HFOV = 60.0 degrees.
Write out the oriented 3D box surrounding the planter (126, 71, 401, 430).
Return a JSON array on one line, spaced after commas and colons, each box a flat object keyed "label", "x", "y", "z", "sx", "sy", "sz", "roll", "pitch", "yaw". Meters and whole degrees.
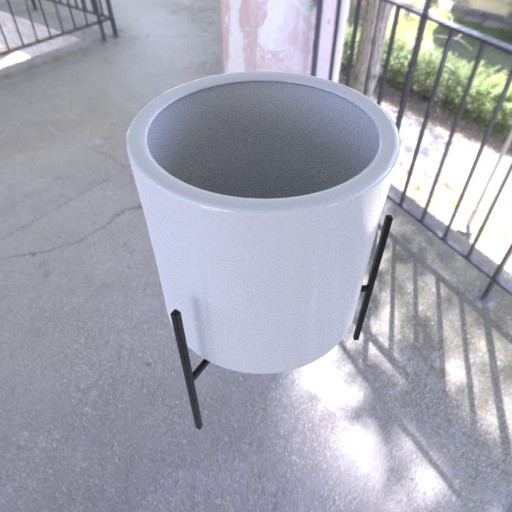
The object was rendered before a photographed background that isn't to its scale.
[{"label": "planter", "x": 0.000, "y": 0.000, "z": 0.718, "sx": 0.360, "sy": 0.480, "sz": 0.361, "roll": -23, "pitch": 49, "yaw": -21}]
